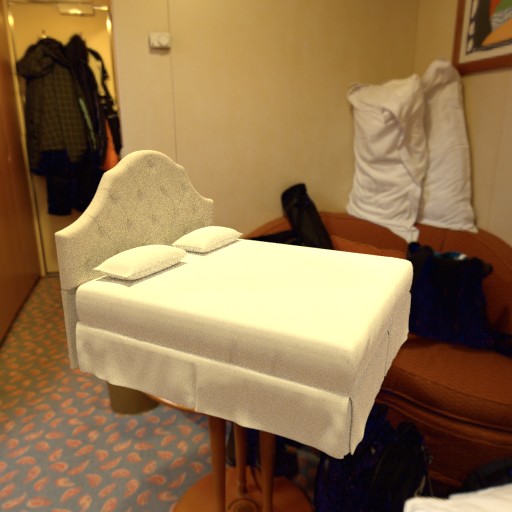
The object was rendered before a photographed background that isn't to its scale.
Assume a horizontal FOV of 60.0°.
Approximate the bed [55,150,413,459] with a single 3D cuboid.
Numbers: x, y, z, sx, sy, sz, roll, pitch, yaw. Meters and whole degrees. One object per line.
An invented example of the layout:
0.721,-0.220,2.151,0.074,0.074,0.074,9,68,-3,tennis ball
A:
0.000,0.000,3.550,2.214,1.615,2.008,8,17,27,bed
